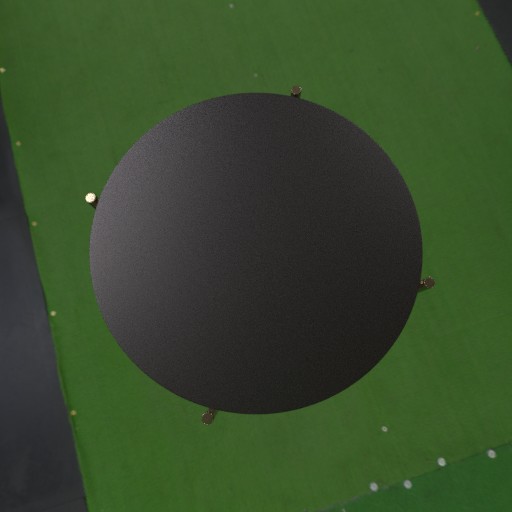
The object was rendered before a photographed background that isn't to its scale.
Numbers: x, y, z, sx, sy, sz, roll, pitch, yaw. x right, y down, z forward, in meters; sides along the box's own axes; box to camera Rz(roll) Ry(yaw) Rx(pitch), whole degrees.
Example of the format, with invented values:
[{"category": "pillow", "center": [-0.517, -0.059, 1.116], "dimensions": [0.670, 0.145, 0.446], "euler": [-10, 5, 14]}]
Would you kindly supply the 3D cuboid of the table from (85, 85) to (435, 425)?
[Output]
[{"category": "table", "center": [0.000, 0.000, 1.445], "dimensions": [0.938, 0.400, 0.938], "euler": [-15, 77, -4]}]
